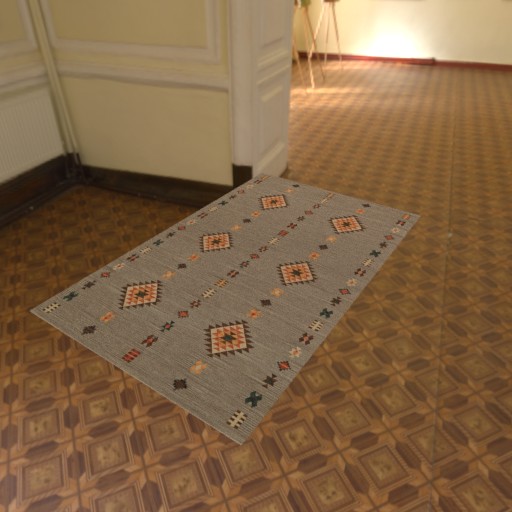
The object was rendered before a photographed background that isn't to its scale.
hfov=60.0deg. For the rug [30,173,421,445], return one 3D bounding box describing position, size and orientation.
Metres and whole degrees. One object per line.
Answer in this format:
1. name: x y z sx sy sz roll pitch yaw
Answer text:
1. rug: 0.000 0.000 3.044 1.515 0.007 2.427 21 39 28
